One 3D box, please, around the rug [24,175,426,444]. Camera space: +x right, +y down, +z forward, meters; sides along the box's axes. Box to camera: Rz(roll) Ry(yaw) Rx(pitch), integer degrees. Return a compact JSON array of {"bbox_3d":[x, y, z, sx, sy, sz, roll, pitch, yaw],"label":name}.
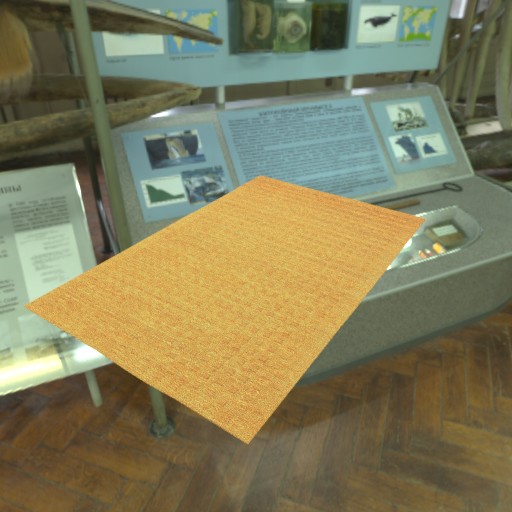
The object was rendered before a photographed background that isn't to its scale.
[{"bbox_3d":[0.000,0.000,2.181,1.143,0.006,1.747,20,37,29],"label":"rug"}]
